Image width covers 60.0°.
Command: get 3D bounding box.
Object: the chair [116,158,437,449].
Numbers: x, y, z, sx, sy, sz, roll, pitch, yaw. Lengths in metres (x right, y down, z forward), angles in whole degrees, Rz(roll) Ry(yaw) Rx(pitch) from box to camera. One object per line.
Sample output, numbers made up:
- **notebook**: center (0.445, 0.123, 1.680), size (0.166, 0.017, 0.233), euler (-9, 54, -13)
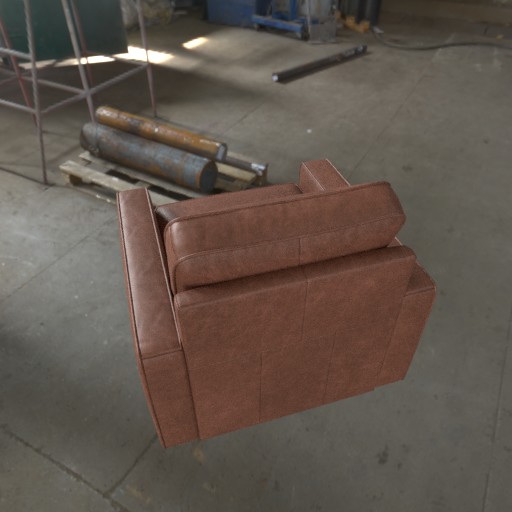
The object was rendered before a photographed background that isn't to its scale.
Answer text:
- **chair**: center (0.000, 0.000, 1.760), size (1.017, 0.919, 0.940), euler (-11, 43, -13)
